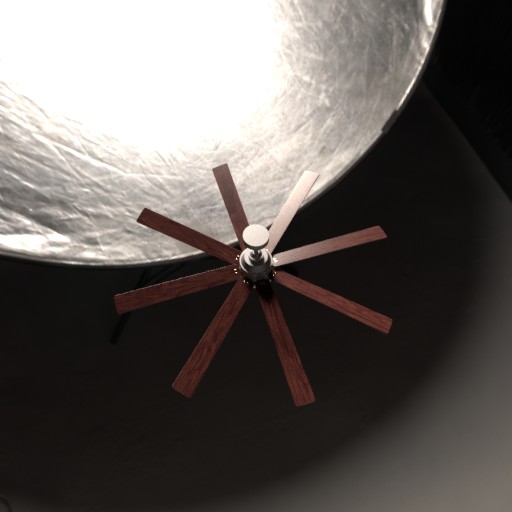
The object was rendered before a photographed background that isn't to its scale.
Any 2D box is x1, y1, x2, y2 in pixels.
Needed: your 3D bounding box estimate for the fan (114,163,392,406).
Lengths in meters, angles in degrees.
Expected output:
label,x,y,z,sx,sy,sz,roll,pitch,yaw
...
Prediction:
label,x,y,z,sx,sy,sz,roll,pitch,yaw
fan,0.000,0.000,2.781,1.830,0.472,1.830,-15,60,-9
